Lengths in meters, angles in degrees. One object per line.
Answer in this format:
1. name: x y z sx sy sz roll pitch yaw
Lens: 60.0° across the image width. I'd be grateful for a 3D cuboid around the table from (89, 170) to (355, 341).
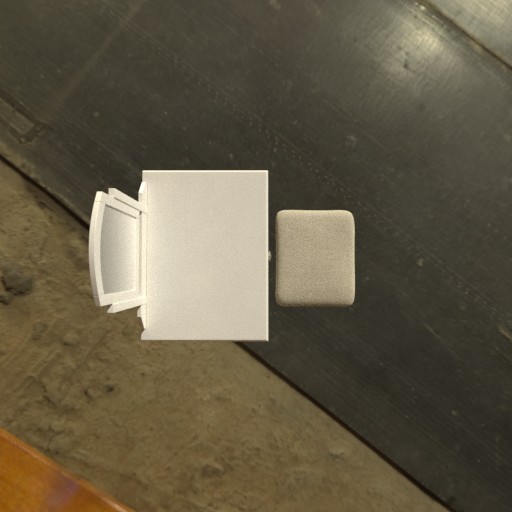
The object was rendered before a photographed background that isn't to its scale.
1. table: 0.000 0.000 2.358 1.211 1.631 0.876 0 88 0
